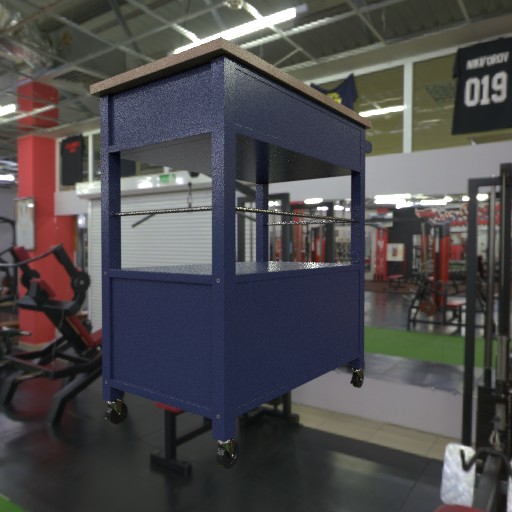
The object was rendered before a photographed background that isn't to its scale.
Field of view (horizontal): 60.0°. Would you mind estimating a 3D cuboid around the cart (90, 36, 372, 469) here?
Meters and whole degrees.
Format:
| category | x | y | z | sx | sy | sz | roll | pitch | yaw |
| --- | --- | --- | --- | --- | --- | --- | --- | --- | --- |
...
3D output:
| category | x | y | z | sx | sy | sz | roll | pitch | yaw |
| --- | --- | --- | --- | --- | --- | --- | --- | --- | --- |
| cart | 0.000 | 0.000 | 1.367 | 0.459 | 0.901 | 0.840 | 1 | 2 | 37 |
